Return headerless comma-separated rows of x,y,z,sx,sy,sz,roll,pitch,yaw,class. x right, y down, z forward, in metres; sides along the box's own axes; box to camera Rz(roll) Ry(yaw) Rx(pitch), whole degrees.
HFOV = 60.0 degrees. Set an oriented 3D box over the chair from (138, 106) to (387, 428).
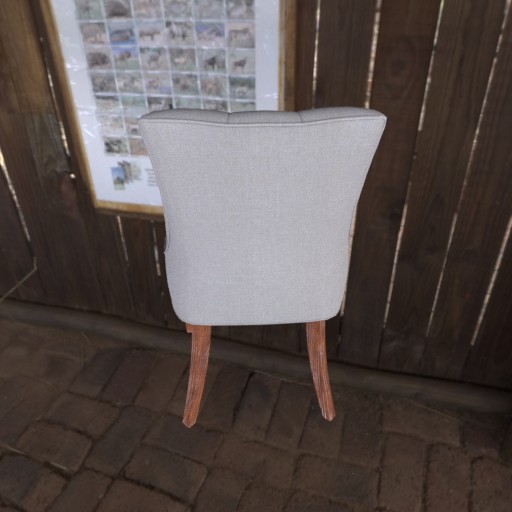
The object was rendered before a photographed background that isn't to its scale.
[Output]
0.000,0.000,1.206,0.509,0.874,0.565,-2,30,-3,chair
